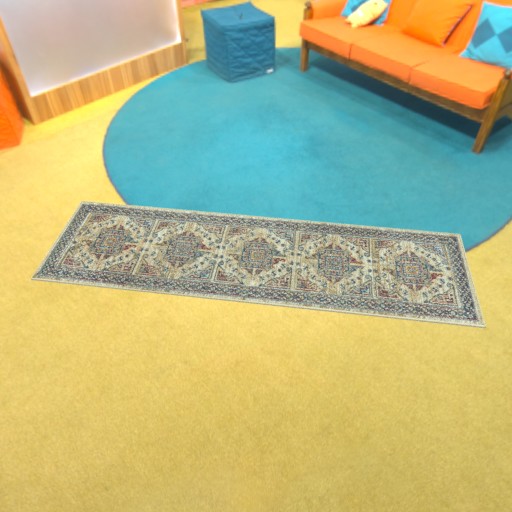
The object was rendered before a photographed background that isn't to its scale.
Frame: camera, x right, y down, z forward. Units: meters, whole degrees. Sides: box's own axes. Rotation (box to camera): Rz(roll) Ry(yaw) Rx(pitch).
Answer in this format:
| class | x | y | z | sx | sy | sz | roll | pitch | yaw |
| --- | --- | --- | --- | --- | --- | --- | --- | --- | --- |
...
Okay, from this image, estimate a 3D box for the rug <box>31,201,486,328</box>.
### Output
| class | x | y | z | sx | sy | sz | roll | pitch | yaw |
| --- | --- | --- | --- | --- | --- | --- | --- | --- | --- |
| rug | 0.000 | 0.000 | 2.445 | 2.297 | 0.013 | 0.661 | 6 | 46 | 5 |
